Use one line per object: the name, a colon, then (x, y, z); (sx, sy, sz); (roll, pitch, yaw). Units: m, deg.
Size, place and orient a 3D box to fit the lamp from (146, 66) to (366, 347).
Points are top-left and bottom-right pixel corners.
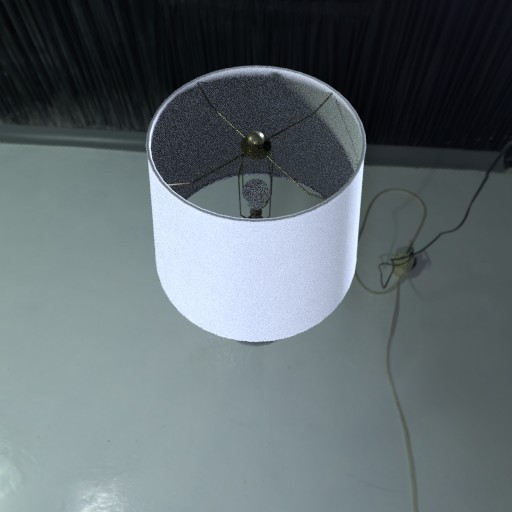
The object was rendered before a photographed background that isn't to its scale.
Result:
lamp: (0.000, 0.000, 0.551); (0.239, 0.399, 0.239); (0, 58, 0)
